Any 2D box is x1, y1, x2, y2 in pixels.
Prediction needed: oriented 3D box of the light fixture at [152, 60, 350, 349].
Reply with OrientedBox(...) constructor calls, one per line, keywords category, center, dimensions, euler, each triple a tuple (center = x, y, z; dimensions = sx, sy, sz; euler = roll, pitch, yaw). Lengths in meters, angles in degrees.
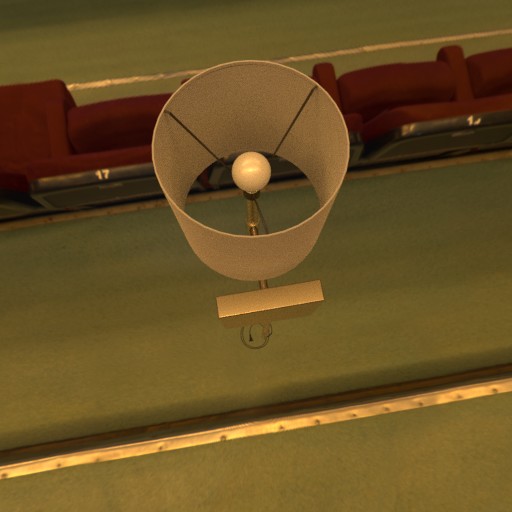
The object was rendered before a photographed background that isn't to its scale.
OrientedBox(category="light fixture", center=(0.000, 0.000, 0.697), dimensions=(0.188, 0.589, 0.248), euler=(-9, 75, -3))
